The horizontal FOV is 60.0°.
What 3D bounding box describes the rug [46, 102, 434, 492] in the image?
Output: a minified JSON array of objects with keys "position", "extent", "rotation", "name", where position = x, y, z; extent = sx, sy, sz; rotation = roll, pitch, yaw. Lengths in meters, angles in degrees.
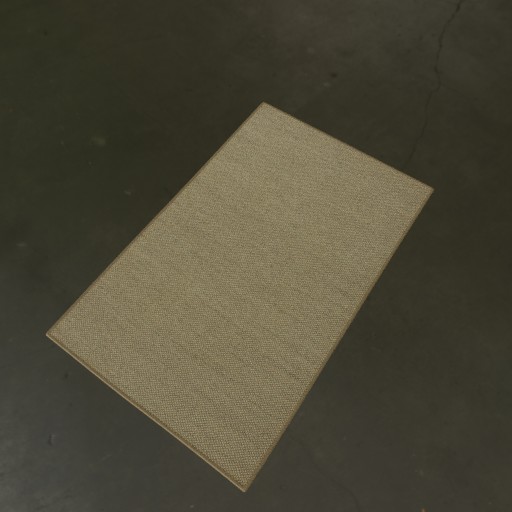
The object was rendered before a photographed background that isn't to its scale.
[{"position":[0.000,0.000,2.086],"extent":[1.062,0.013,1.667],"rotation":[32,67,15],"name":"rug"}]
